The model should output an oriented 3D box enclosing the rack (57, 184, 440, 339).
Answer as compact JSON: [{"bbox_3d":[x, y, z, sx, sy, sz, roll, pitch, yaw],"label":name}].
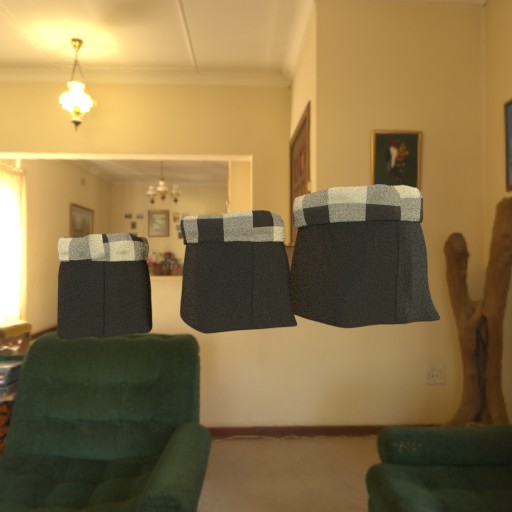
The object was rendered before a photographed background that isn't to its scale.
[{"bbox_3d":[0.000,0.000,1.080,0.889,0.329,0.370,0,0,-18],"label":"rack"}]
